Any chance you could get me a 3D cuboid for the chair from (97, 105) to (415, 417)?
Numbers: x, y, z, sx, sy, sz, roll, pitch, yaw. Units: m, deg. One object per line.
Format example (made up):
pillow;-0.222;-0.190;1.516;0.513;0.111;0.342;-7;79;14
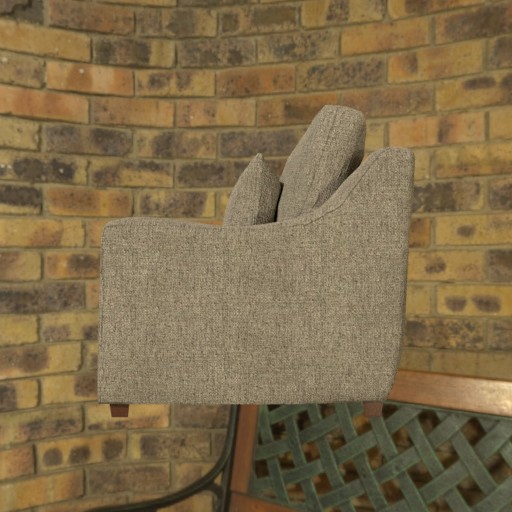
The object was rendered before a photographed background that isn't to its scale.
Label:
chair;0.000;0.000;1.931;1.009;1.037;1.138;0;-1;0
